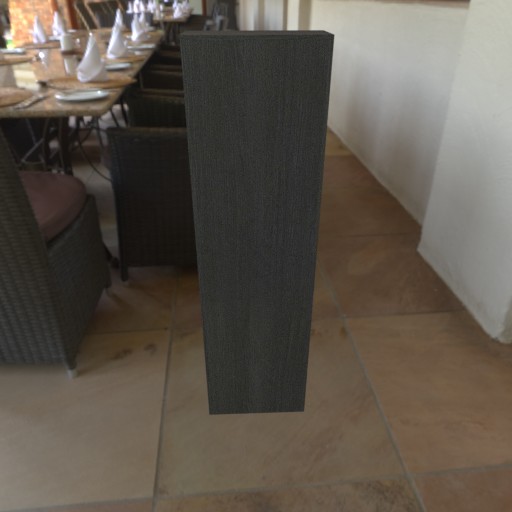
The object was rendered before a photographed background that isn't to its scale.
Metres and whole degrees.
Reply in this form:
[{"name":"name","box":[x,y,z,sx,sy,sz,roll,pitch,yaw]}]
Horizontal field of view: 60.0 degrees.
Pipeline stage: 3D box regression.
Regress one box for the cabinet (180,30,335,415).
[{"name":"cabinet","box":[0.000,0.000,1.982,0.500,1.790,0.230,-1,31,-2]}]
